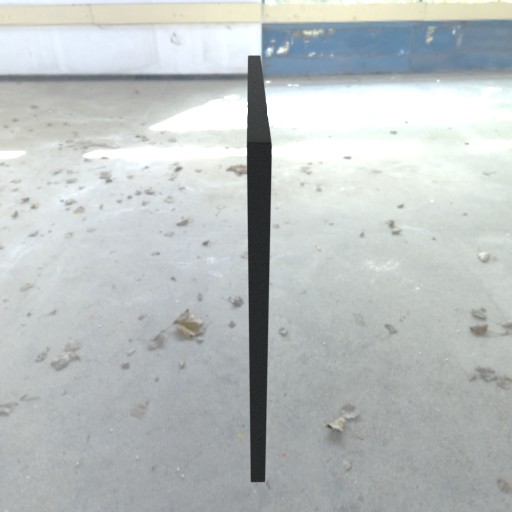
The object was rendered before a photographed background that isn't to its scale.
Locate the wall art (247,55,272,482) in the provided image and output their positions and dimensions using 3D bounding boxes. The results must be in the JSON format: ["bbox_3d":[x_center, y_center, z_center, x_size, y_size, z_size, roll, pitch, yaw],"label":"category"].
[{"bbox_3d":[0.000,0.000,0.689,0.021,0.508,0.432,0,33,-1],"label":"wall art"}]
